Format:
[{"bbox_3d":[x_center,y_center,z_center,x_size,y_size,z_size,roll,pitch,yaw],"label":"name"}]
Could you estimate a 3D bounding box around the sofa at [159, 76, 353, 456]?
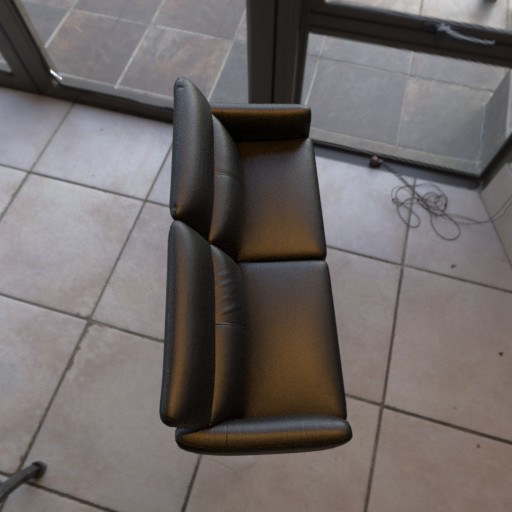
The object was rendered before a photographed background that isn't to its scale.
[{"bbox_3d":[0.000,0.000,2.528,0.856,0.957,2.069,-2,65,-1],"label":"sofa"}]
